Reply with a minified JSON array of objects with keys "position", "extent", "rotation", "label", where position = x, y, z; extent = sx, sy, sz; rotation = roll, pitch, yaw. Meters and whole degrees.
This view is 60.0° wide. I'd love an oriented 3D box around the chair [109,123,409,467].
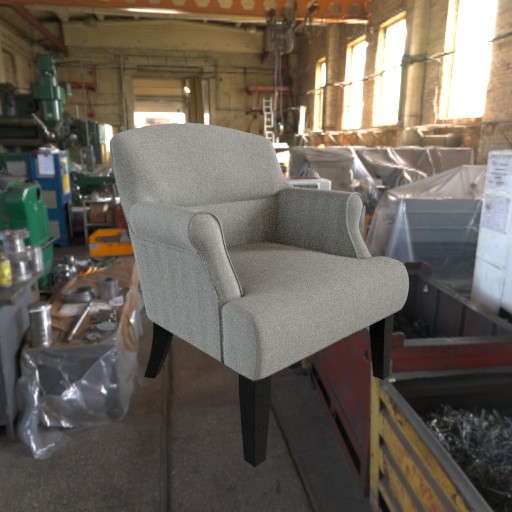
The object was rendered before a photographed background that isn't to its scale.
[{"position":[0.000,0.000,1.486],"extent":[0.772,0.880,0.755],"rotation":[-13,19,-43],"label":"chair"}]
